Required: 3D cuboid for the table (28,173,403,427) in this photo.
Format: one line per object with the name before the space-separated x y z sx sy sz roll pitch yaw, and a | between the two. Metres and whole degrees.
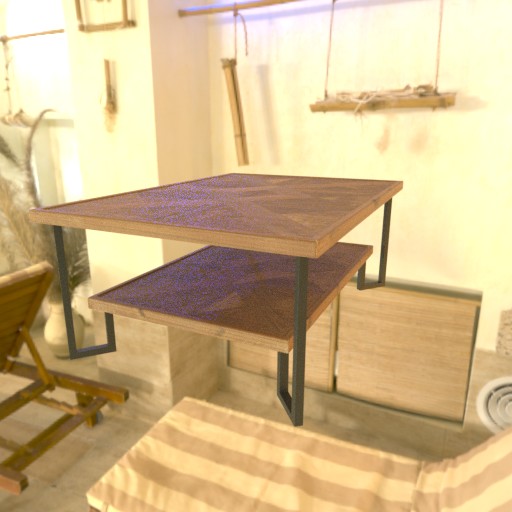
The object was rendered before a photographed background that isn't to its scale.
table | 0.000 0.000 1.705 0.877 0.492 1.238 8 18 25
